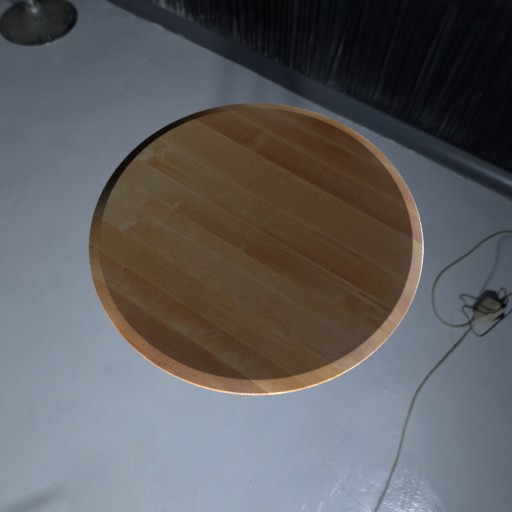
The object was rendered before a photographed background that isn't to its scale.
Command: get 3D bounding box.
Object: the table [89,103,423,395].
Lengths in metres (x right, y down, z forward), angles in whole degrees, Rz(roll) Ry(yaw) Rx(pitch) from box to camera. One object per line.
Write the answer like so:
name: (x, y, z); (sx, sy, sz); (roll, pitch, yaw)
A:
table: (0.000, 0.000, 1.381); (0.900, 0.400, 0.900); (0, 63, 0)
